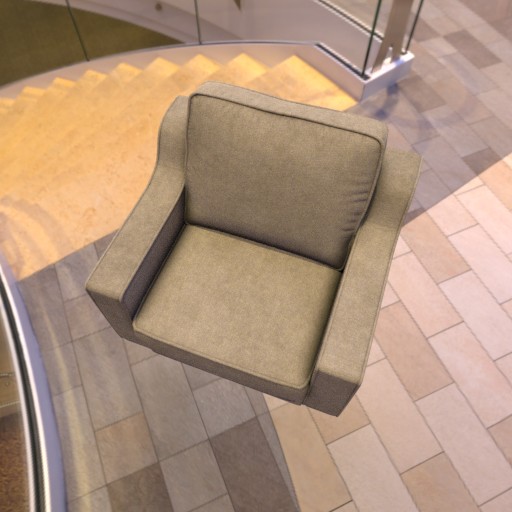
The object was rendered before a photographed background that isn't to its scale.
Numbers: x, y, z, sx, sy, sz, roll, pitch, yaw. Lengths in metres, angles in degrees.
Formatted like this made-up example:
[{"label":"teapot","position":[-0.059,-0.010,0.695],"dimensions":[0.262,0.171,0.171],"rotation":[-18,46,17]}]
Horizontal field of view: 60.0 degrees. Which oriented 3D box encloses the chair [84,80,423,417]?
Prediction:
[{"label":"chair","position":[0.000,0.000,1.644],"dimensions":[0.926,0.944,0.840],"rotation":[17,60,10]}]
